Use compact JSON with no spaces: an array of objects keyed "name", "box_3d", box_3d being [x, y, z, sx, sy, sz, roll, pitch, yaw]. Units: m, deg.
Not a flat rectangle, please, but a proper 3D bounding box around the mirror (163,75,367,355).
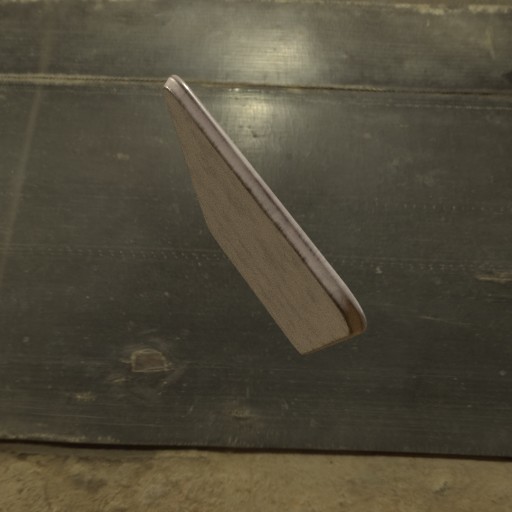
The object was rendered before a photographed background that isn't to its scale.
[{"name":"mirror","box_3d":[0.000,0.000,0.913,0.024,0.713,0.461,-35,78,-9]}]
